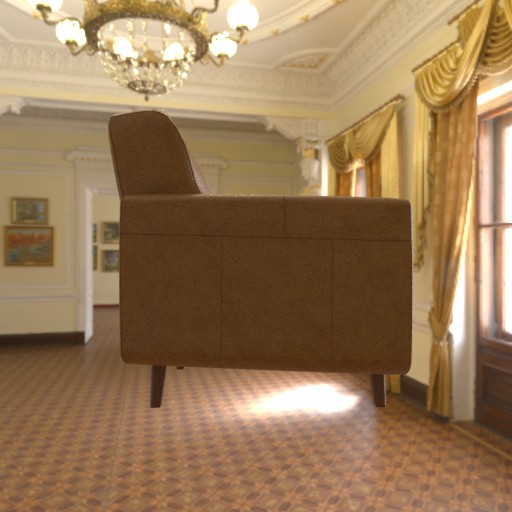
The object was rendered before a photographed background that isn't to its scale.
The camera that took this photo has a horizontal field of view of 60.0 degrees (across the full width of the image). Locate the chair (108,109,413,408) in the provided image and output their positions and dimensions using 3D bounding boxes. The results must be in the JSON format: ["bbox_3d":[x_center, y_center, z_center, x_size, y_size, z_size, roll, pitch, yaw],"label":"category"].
[{"bbox_3d":[0.000,0.000,1.672,0.942,0.968,0.845,0,0,0],"label":"chair"}]
